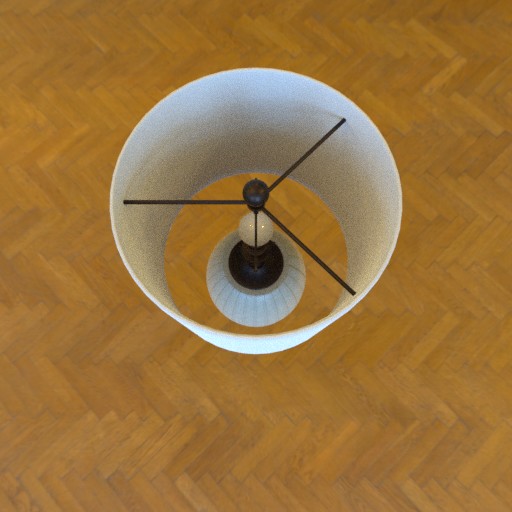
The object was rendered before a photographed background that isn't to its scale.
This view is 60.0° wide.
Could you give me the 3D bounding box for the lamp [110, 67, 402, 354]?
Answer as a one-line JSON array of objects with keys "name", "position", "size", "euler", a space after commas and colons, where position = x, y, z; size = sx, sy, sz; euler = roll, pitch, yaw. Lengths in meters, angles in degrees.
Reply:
[{"name": "lamp", "position": [0.000, 0.000, 0.759], "size": [0.329, 0.570, 0.329], "euler": [0, 75, 0]}]
